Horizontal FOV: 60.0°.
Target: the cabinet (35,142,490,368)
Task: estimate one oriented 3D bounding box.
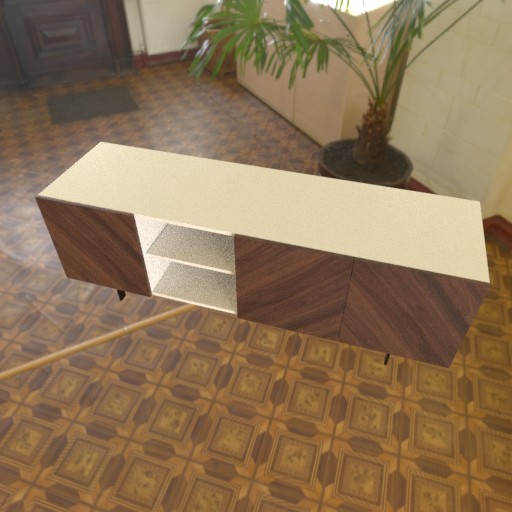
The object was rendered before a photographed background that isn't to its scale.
[{"bbox_3d":[0.000,0.000,1.731,1.499,0.533,0.431,12,43,13],"label":"cabinet"}]
